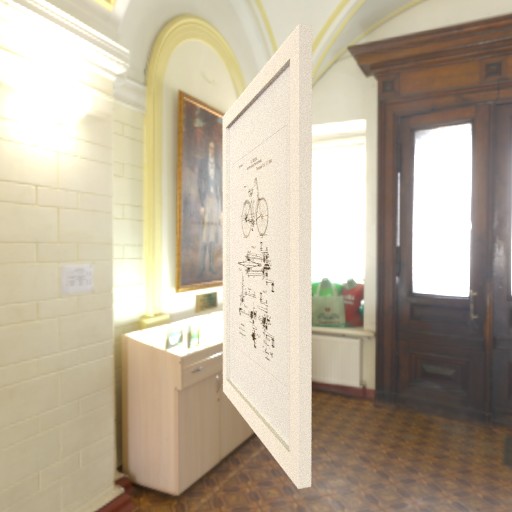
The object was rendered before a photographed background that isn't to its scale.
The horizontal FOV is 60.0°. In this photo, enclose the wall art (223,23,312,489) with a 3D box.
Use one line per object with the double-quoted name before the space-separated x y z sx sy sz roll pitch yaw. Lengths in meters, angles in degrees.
"wall art" 0.000 0.000 0.614 0.015 0.477 0.332 0 1 -18
